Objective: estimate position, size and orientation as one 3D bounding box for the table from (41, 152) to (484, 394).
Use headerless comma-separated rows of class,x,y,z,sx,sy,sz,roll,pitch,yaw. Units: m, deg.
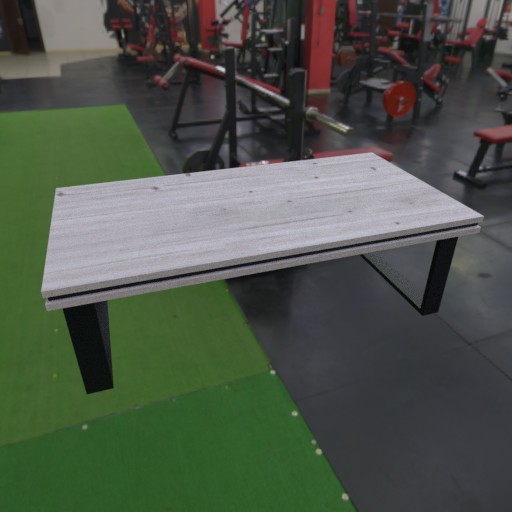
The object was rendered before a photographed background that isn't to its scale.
table,0.000,0.000,1.677,1.350,0.450,0.700,-10,32,-16
